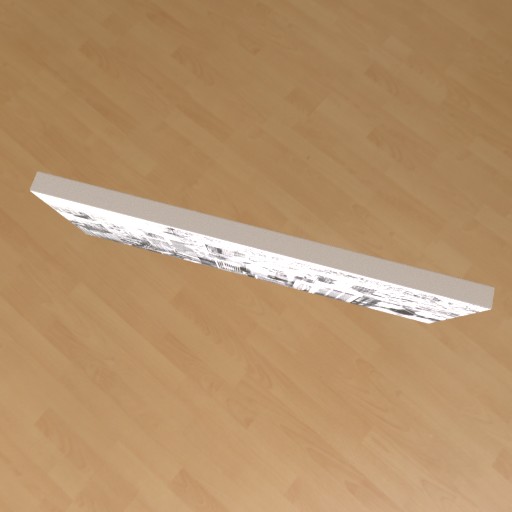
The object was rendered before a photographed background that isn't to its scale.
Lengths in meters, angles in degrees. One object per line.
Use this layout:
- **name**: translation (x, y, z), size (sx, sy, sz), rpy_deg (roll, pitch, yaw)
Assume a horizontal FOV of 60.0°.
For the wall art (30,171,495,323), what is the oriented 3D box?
- **wall art**: translation (0.000, 0.000, 0.836), size (0.763, 0.255, 0.038), rpy_deg (14, 77, 3)
